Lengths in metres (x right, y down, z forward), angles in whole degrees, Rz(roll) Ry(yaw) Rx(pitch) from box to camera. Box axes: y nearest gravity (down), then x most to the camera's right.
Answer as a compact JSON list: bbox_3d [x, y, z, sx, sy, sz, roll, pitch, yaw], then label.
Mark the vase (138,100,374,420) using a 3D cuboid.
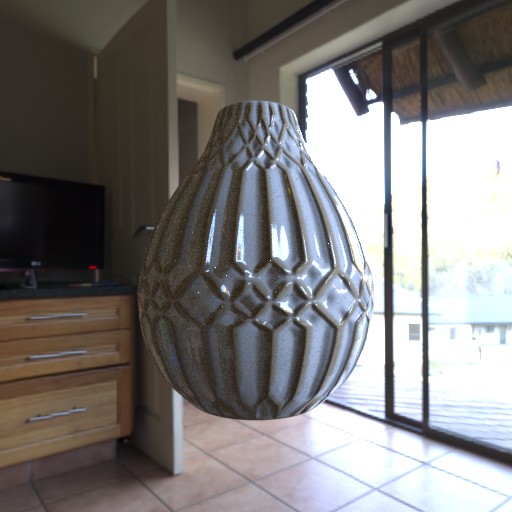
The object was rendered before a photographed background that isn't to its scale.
[{"bbox_3d":[0.000,0.000,0.309,0.159,0.200,0.159,0,-1,0],"label":"vase"}]
